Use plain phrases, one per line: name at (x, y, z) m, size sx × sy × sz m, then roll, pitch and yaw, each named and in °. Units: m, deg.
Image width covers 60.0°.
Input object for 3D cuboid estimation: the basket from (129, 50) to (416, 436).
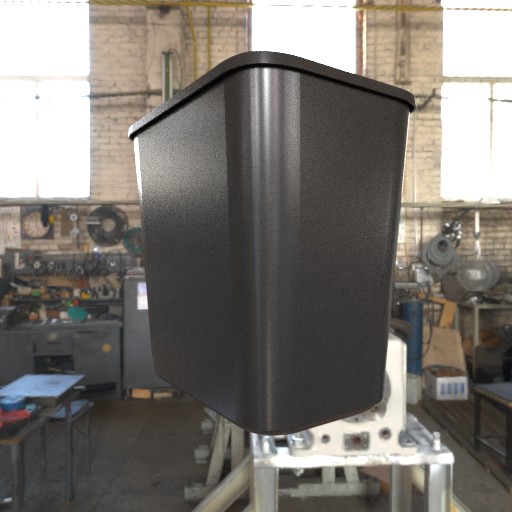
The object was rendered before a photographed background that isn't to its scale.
basket at (0.000, 0.000, 0.494) m, size 0.211 × 0.307 × 0.300 m, roll -1°, pitch 1°, yaw -34°
